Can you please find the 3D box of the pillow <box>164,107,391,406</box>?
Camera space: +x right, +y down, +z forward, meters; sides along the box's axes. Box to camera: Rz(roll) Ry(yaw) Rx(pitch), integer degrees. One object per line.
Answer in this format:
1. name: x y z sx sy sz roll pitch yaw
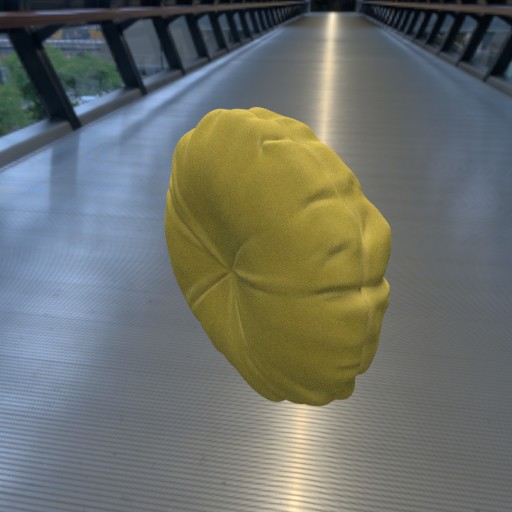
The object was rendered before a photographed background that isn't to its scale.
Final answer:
1. pillow: 0.000 0.000 0.636 0.148 0.407 0.428 -20 35 -32
